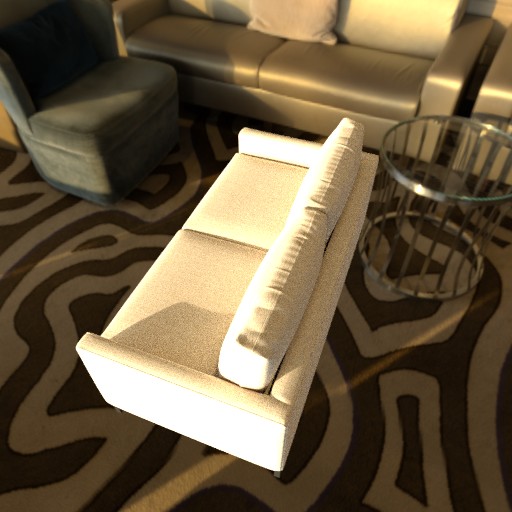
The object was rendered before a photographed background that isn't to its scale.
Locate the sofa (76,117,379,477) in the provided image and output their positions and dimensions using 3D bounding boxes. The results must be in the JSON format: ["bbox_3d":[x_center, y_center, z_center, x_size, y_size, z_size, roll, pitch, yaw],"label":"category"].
[{"bbox_3d":[0.000,0.000,2.143,0.839,0.812,1.651,16,49,14],"label":"sofa"}]
